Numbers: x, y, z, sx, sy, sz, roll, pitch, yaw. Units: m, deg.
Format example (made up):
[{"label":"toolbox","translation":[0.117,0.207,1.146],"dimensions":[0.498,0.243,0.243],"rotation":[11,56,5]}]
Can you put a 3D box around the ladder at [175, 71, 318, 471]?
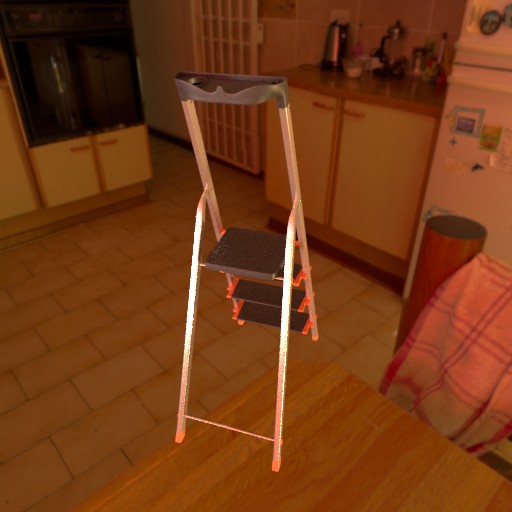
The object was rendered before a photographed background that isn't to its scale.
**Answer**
[{"label":"ladder","translation":[0.000,0.000,1.770],"dimensions":[0.452,1.429,0.834],"rotation":[9,33,15]}]
